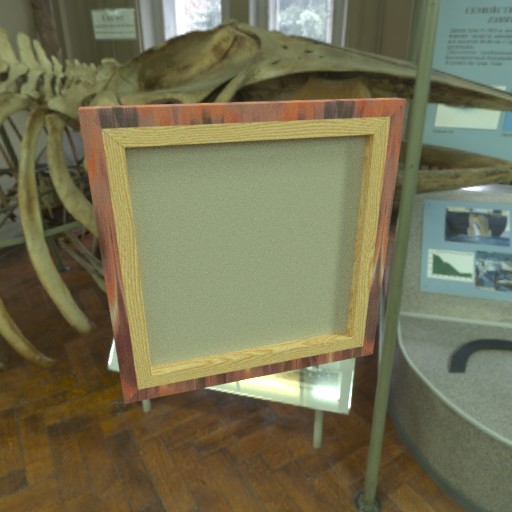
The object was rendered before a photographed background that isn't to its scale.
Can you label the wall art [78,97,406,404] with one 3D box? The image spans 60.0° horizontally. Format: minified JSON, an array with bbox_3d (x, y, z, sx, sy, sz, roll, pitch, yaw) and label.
[{"bbox_3d":[0.000,0.000,0.926,0.603,0.609,0.037,-7,25,-15],"label":"wall art"}]
